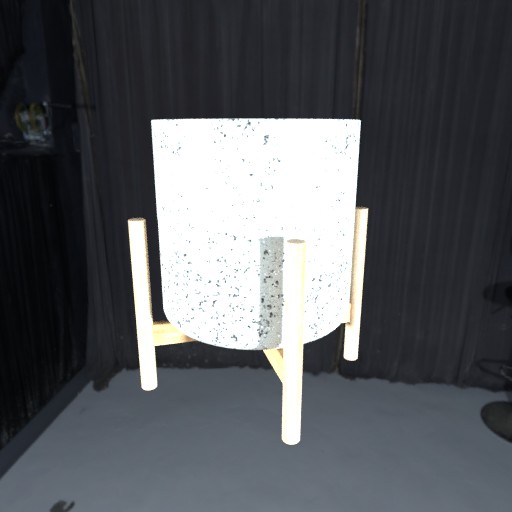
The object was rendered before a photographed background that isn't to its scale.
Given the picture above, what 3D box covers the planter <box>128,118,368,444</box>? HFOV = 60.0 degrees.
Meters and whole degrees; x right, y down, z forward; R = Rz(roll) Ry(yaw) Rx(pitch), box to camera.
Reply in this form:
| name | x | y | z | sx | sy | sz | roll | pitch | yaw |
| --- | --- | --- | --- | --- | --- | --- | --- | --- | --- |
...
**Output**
| name | x | y | z | sx | sy | sz | roll | pitch | yaw |
| --- | --- | --- | --- | --- | --- | --- | --- | --- | --- |
| planter | 0.000 | 0.000 | 0.716 | 0.360 | 0.419 | 0.360 | 2 | 16 | 7 |
